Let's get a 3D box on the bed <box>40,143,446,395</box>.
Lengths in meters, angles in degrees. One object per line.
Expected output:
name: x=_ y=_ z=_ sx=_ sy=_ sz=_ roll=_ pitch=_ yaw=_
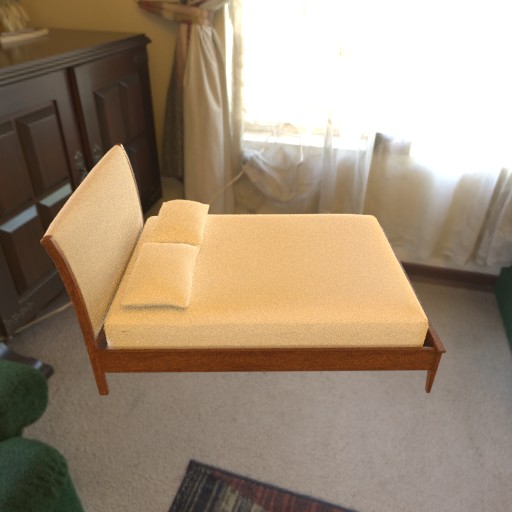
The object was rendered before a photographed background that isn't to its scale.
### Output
bed: x=0.000 y=0.000 z=3.353 sx=2.380 sy=1.250 sz=1.612 roll=0 pitch=33 yaw=0
